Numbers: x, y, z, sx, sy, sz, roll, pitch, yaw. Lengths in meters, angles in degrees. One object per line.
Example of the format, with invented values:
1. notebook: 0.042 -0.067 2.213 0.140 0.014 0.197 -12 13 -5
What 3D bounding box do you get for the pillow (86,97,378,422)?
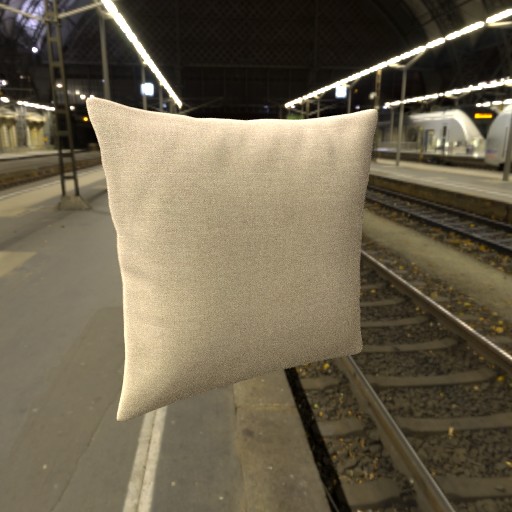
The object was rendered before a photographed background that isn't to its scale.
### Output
1. pillow: 0.000 0.000 0.785 0.523 0.510 0.166 -8 17 -27
